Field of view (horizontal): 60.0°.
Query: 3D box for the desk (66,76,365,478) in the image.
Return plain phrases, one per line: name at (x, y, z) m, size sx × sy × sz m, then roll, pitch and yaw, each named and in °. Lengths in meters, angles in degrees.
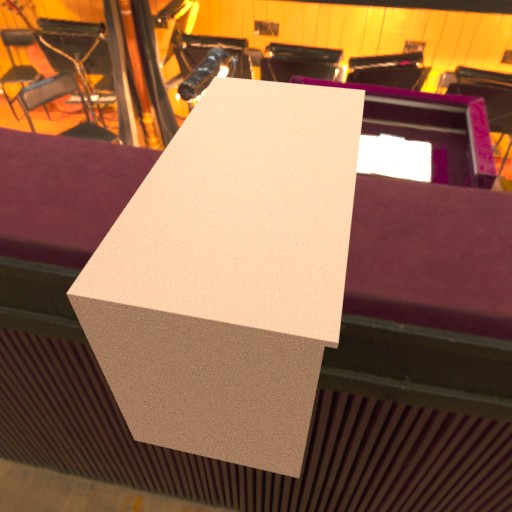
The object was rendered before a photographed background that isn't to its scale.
desk at (0.000, 0.000, 1.510) m, size 0.560 × 0.730 × 1.100 m, roll 9°, pitch 46°, yaw 9°
